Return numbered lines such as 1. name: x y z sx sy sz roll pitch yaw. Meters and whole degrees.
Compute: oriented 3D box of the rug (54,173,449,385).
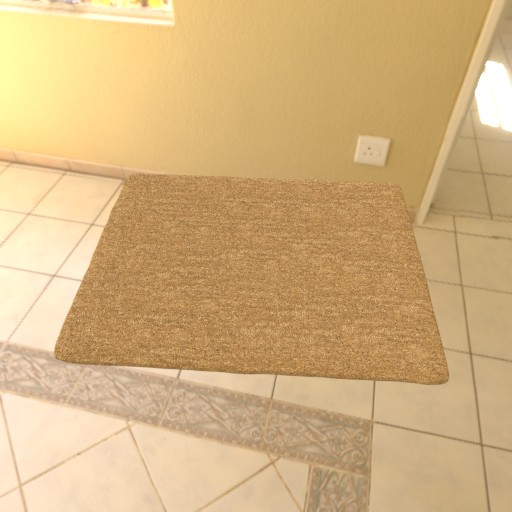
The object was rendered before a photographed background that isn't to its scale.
1. rug: 0.000 0.000 3.854 2.873 0.050 2.242 3 47 2
